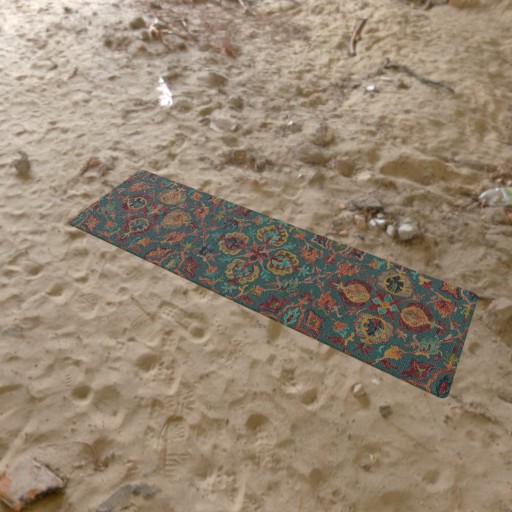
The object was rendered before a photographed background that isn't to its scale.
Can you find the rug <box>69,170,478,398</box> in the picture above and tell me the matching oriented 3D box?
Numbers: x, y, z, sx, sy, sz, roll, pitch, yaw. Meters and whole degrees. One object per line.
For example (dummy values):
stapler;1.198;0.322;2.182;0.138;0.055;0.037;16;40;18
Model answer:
rug;0.000;0.000;2.506;2.286;0.013;0.686;23;49;21
